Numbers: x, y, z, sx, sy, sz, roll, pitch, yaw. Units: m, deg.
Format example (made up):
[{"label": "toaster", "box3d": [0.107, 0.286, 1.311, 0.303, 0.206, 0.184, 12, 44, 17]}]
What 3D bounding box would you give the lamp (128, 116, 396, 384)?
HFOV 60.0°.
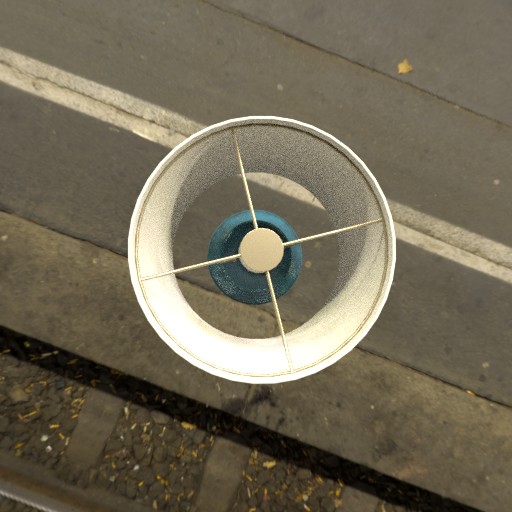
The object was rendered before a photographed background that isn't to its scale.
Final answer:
[{"label": "lamp", "box3d": [0.000, 0.000, 0.575, 0.211, 0.455, 0.211, 0, 89, -1]}]
